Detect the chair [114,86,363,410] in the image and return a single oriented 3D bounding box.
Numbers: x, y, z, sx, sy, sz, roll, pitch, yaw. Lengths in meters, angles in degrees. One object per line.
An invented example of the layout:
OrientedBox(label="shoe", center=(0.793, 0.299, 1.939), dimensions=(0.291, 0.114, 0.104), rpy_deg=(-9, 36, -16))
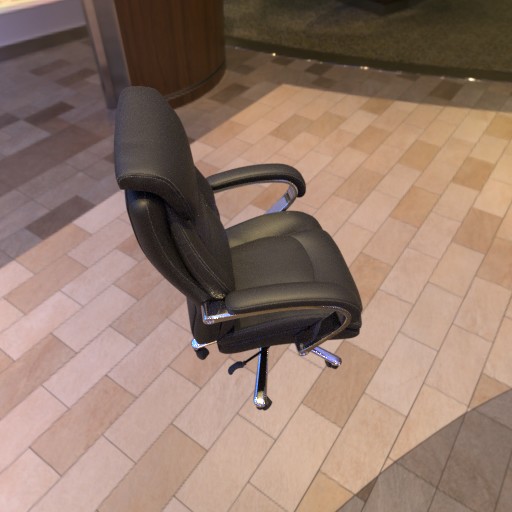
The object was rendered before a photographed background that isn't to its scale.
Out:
OrientedBox(label="chair", center=(0.000, 0.000, 1.671), dimensions=(0.790, 1.183, 0.755), rpy_deg=(-8, 46, -8))
